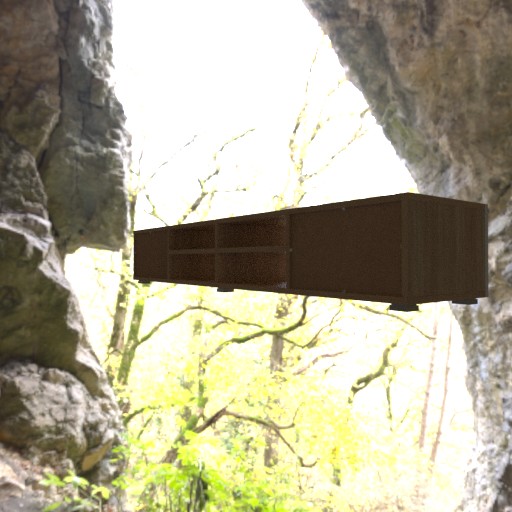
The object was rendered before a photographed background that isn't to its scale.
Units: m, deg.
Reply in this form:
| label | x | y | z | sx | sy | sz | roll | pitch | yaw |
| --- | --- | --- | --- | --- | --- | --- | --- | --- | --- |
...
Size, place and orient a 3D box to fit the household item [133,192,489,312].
| label | x | y | z | sx | sy | sz | roll | pitch | yaw |
| --- | --- | --- | --- | --- | --- | --- | --- | --- | --- |
| household item | 0.000 | 0.000 | 1.994 | 0.420 | 0.310 | 1.850 | 0 | -1 | -37 |
